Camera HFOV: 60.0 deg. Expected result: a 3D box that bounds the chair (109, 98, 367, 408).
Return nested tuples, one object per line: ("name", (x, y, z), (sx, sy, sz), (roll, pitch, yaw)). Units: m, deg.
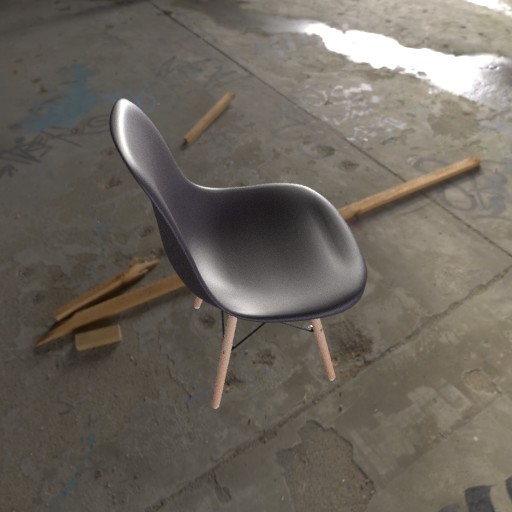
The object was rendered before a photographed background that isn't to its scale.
("chair", (0.000, 0.000, 1.129), (0.533, 0.825, 0.470), (-10, 48, -9))
